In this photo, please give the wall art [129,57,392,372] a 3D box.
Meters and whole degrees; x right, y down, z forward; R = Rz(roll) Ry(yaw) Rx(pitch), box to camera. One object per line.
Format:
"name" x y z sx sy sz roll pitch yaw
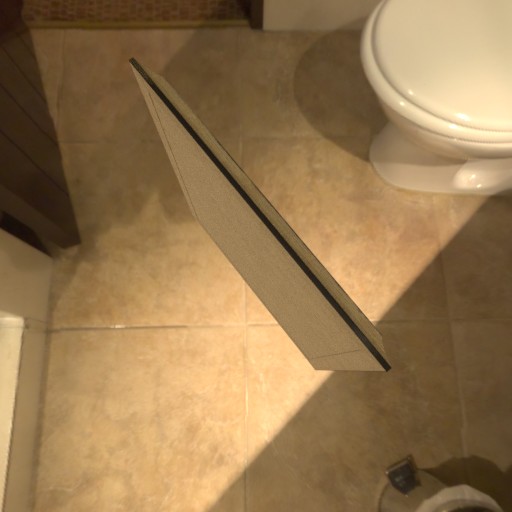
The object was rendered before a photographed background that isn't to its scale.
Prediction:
"wall art" 0.000 0.000 0.626 0.023 0.457 0.381 -37 79 -9
